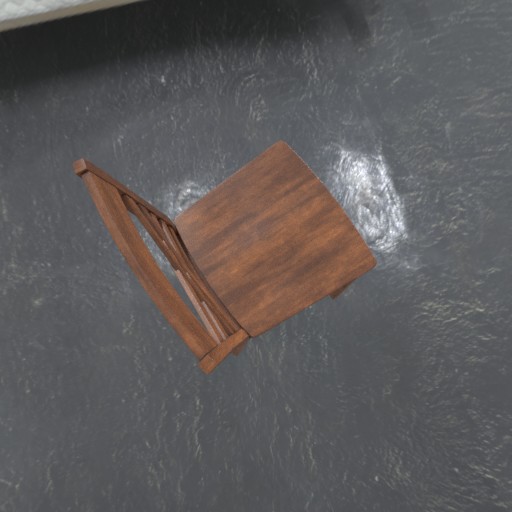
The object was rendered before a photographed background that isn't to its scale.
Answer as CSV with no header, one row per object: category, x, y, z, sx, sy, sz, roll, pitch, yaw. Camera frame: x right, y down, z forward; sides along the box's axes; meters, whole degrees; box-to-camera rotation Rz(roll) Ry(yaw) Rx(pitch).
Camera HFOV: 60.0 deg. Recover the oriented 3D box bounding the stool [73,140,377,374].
stool,0.000,0.000,1.331,0.539,1.079,0.462,-34,78,-8
